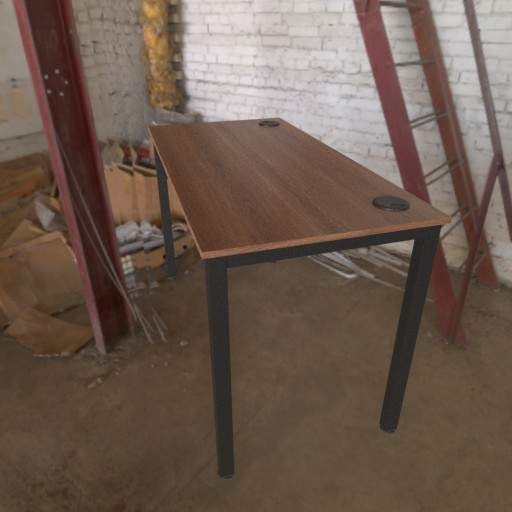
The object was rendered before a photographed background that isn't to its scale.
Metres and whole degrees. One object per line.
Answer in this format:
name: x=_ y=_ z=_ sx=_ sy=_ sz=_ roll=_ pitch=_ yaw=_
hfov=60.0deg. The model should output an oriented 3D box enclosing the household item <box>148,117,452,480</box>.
household item: x=0.000 y=0.000 z=1.650 sx=0.600 sy=0.750 sz=1.200 roll=-8 pitch=30 yaw=-15
